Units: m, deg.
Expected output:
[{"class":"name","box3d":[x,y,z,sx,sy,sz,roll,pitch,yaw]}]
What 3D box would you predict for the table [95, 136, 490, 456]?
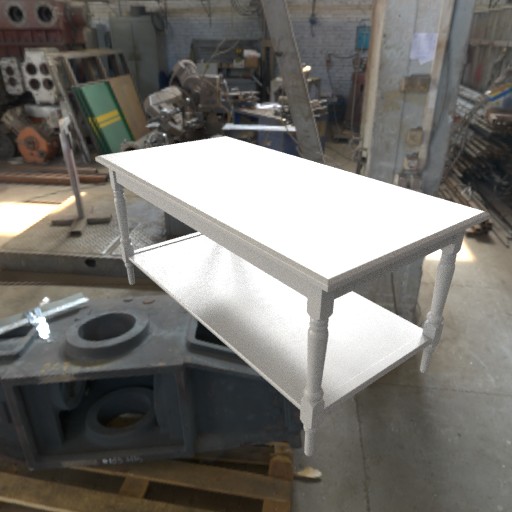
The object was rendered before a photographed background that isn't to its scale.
[{"class":"table","box3d":[0.000,0.000,1.406,0.551,0.506,1.109,-19,32,-33]}]
